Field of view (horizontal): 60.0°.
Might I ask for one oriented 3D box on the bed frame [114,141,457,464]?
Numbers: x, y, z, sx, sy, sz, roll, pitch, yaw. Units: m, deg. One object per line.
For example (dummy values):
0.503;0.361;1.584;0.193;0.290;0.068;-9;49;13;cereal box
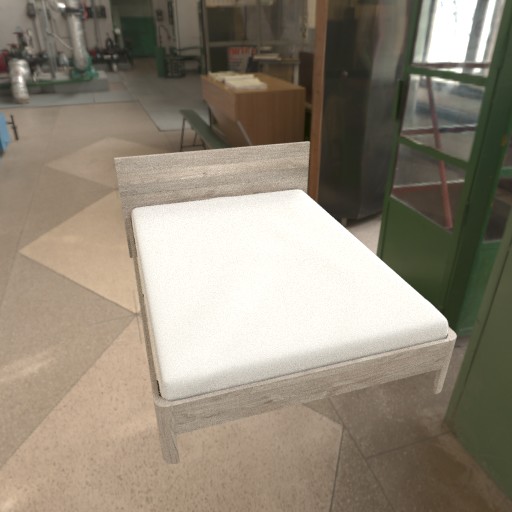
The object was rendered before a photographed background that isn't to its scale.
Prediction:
0.000;0.000;2.712;1.490;0.800;1.950;-9;30;-15;bed frame
